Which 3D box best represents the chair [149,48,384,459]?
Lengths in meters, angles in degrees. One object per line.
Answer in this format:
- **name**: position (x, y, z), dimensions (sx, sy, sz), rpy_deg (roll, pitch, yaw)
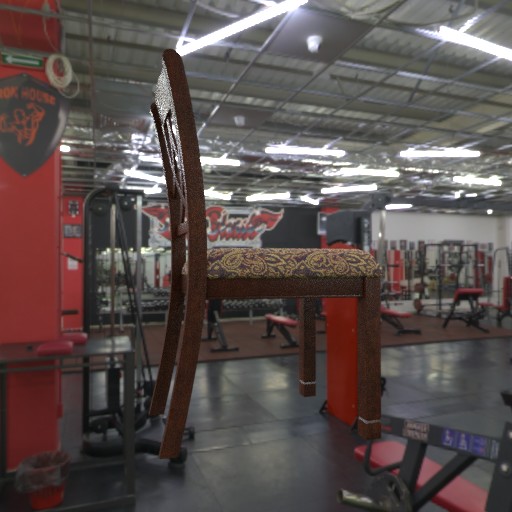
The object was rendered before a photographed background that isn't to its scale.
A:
- **chair**: position (0.000, 0.000, 1.300), dimensions (0.584, 0.965, 0.457), rpy_deg (0, -1, -18)
